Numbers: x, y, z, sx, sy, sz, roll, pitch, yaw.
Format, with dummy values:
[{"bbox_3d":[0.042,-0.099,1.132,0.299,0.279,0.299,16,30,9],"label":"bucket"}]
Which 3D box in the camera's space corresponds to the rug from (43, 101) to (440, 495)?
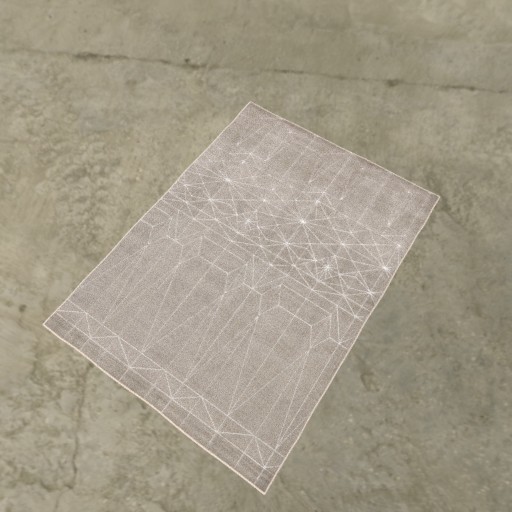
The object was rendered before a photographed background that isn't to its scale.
[{"bbox_3d":[0.000,0.000,4.358,2.449,0.019,3.357,31,67,15],"label":"rug"}]
